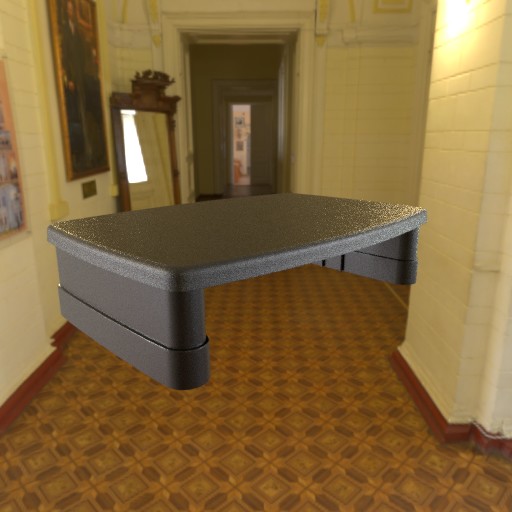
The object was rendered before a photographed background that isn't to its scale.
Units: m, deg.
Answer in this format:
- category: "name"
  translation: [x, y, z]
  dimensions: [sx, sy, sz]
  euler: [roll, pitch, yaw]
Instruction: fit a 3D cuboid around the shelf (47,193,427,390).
- category: "shelf"
  translation: [0.000, 0.000, 0.532]
  dimensions: [0.410, 0.100, 0.280]
  euler: [-14, 21, -43]
